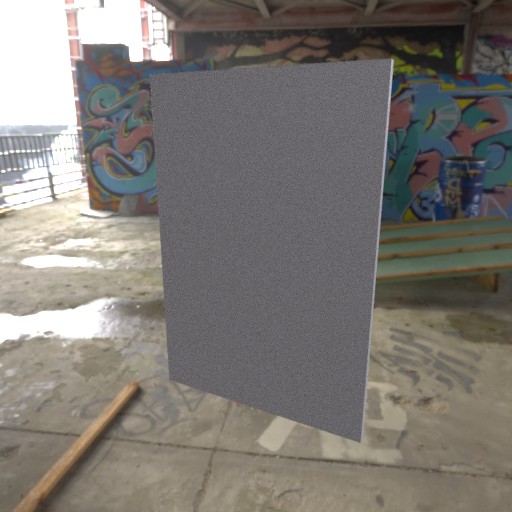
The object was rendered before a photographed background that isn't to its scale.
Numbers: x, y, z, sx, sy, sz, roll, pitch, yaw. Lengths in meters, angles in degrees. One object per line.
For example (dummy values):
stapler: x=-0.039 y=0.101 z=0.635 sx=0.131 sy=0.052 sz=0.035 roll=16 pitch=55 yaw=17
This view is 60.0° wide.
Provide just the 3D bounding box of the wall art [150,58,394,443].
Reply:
wall art: x=0.000 y=0.000 z=0.612 sx=0.329 sy=0.482 sz=0.011 roll=9 pitch=19 yaw=27
